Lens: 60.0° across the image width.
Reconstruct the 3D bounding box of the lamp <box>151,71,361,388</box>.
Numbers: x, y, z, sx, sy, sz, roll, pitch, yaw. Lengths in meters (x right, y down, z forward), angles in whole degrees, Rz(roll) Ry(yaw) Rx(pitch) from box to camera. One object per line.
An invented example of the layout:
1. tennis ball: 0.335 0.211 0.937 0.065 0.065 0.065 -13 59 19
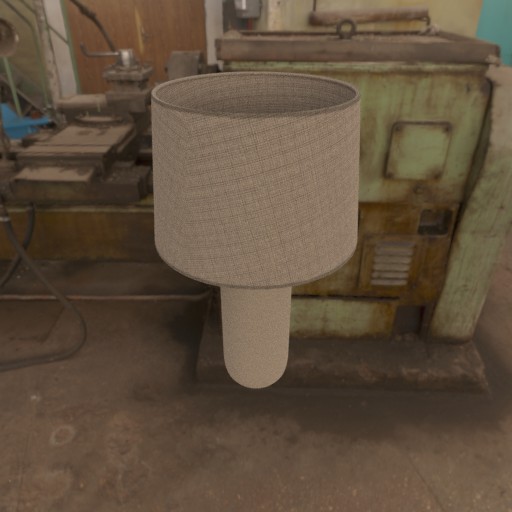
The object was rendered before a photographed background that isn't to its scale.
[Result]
1. lamp: 0.000 0.000 0.846 0.367 0.609 0.367 0 31 0
